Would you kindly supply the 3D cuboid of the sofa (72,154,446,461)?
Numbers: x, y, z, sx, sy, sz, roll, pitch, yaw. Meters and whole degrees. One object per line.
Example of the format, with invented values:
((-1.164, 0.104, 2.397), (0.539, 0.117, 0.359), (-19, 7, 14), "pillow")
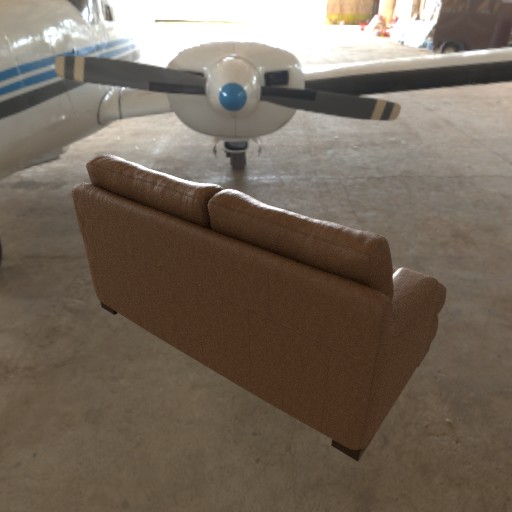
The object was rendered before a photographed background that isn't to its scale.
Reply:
((0.000, 0.000, 2.418), (1.855, 0.980, 0.962), (21, 36, 32), "sofa")
